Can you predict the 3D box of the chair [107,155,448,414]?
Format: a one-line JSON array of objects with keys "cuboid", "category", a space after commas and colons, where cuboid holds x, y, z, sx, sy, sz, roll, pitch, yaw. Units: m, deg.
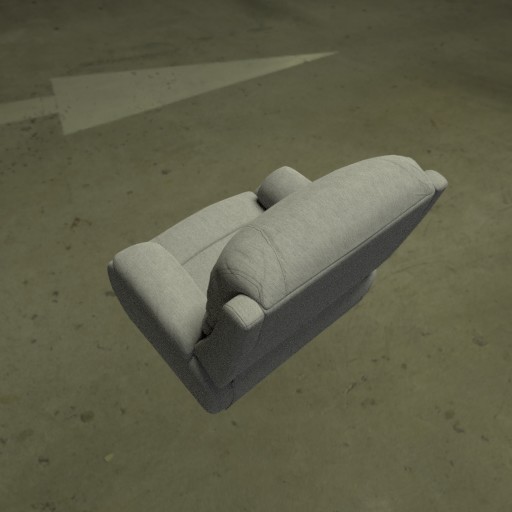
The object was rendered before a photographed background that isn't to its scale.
[{"cuboid": [0.000, 0.000, 1.731, 0.930, 1.011, 0.899, -32, 54, -27], "category": "chair"}]
